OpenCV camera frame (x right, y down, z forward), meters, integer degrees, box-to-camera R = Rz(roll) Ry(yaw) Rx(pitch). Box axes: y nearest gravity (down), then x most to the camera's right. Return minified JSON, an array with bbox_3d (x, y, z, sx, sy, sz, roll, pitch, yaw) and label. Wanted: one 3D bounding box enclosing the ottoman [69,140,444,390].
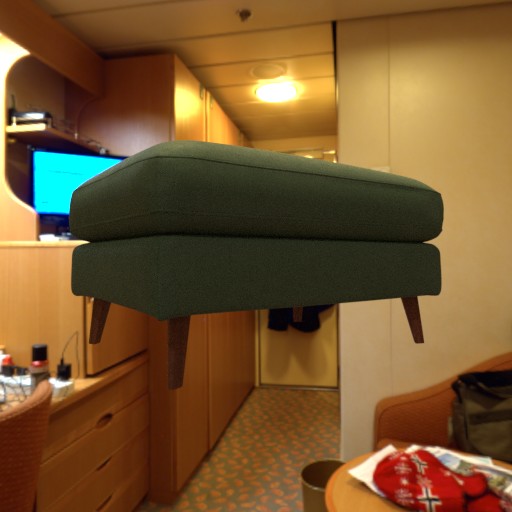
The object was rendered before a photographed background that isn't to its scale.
[{"bbox_3d":[0.000,0.000,1.142,0.811,0.449,0.608,0,0,-35],"label":"ottoman"}]
